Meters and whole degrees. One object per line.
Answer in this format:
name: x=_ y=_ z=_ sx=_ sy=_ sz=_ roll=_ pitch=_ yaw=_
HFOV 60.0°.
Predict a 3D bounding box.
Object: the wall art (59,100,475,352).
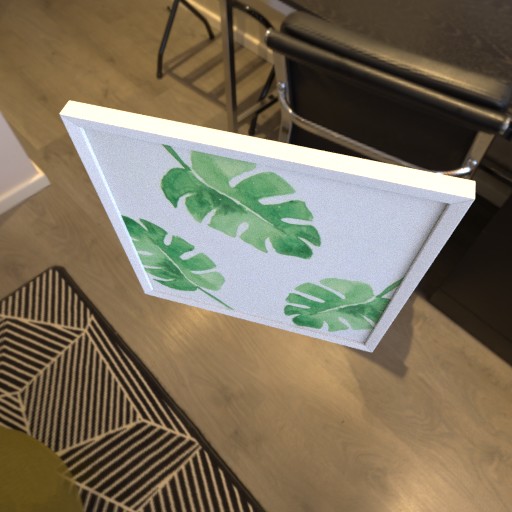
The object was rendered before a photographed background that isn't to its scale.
wall art: x=0.000 y=0.000 z=1.119 sx=0.762 sy=0.762 sz=0.040 roll=13 pitch=60 yaw=8
